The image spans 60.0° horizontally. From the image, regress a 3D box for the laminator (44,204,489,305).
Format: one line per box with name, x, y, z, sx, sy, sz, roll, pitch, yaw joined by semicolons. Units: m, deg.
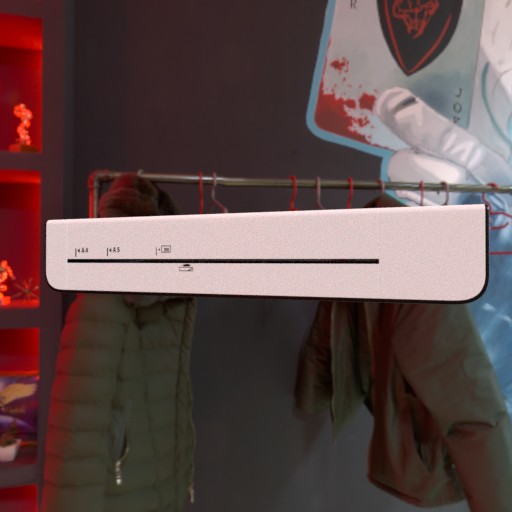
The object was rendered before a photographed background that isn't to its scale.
laminator;0.000;0.000;0.380;0.340;0.062;0.123;0;0;19
